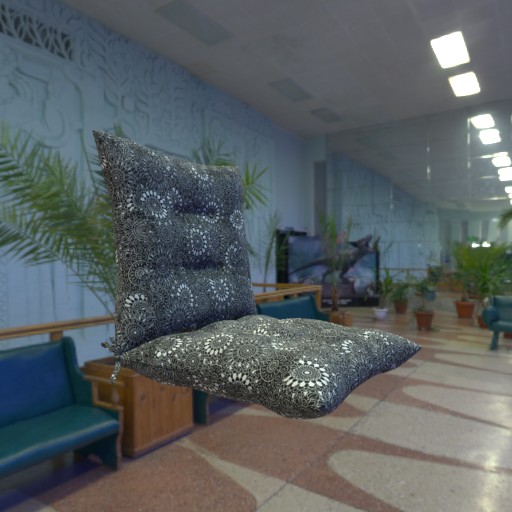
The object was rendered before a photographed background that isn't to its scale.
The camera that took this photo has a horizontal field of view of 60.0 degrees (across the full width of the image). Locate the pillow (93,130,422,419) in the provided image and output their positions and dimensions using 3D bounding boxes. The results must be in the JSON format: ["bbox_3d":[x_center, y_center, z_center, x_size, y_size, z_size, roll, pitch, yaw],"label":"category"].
[{"bbox_3d":[0.000,0.000,0.990,0.585,0.536,0.541,0,0,36],"label":"pillow"}]
